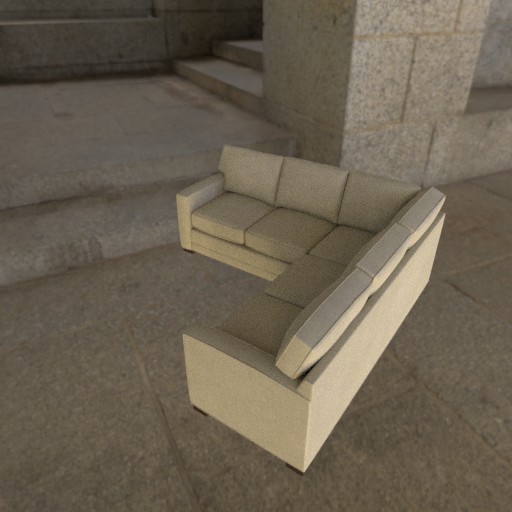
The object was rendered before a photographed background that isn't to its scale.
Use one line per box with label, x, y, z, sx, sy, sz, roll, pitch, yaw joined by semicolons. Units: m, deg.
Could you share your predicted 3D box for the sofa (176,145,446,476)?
sofa;0.000;0.000;3.408;2.188;0.936;2.211;20;37;29
